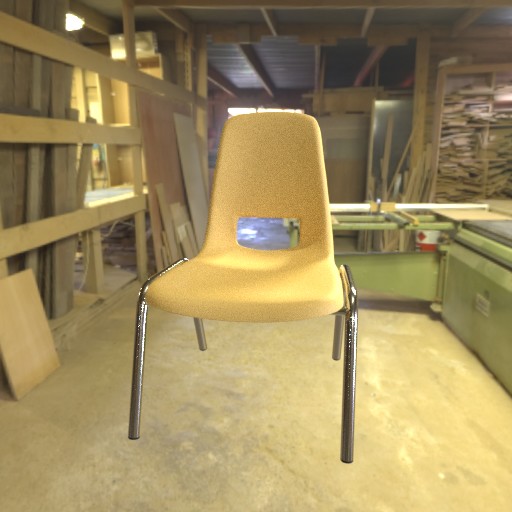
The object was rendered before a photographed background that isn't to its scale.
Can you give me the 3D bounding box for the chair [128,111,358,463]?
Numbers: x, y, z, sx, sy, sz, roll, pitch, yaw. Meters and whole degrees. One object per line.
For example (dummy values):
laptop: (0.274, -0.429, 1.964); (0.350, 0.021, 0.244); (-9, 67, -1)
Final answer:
chair: (0.000, 0.000, 0.804); (0.354, 0.536, 0.385); (2, 13, 9)
